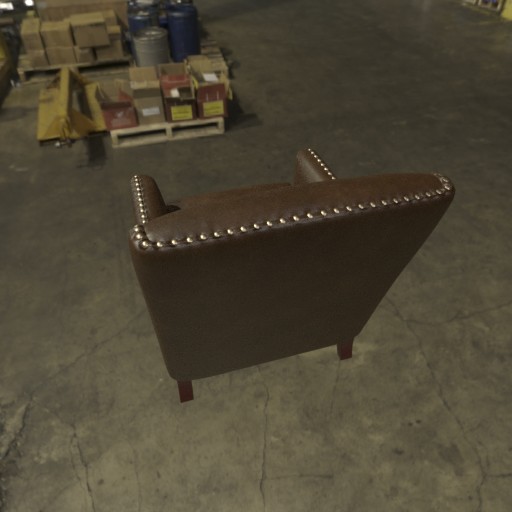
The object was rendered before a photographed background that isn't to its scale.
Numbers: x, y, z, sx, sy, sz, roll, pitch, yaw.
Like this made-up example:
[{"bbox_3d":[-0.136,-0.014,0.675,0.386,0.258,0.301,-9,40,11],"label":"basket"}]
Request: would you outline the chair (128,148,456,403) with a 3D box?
[{"bbox_3d":[0.000,0.000,1.286,0.639,0.813,0.704,-11,44,-12],"label":"chair"}]
